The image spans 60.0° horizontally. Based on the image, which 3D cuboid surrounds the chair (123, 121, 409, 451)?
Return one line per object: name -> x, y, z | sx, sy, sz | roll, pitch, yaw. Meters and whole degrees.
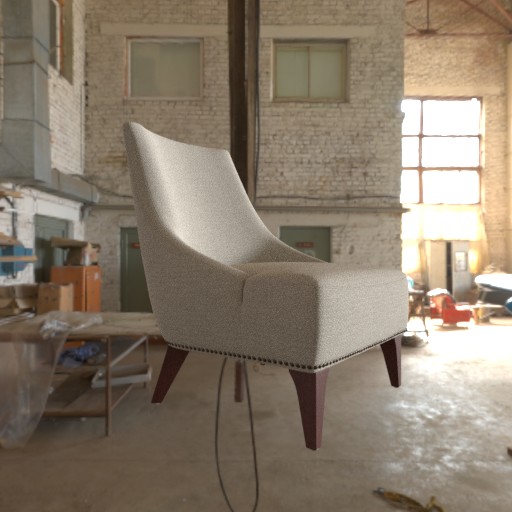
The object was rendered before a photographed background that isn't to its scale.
chair -> 0.000, 0.000, 1.508 | 0.861, 0.909, 0.701 | 0, 0, 35
